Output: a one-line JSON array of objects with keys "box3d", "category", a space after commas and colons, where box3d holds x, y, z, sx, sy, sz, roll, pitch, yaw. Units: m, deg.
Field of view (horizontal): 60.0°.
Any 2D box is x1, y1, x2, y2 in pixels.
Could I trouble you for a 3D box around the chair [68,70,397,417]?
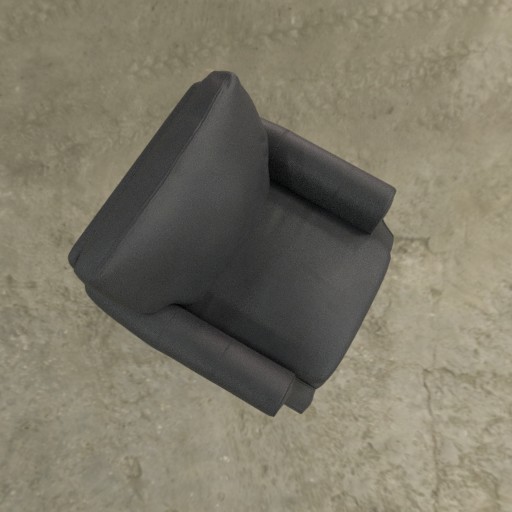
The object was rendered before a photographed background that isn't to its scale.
[{"box3d": [0.000, 0.000, 1.747, 1.027, 0.960, 1.015, 34, 78, 8], "category": "chair"}]
